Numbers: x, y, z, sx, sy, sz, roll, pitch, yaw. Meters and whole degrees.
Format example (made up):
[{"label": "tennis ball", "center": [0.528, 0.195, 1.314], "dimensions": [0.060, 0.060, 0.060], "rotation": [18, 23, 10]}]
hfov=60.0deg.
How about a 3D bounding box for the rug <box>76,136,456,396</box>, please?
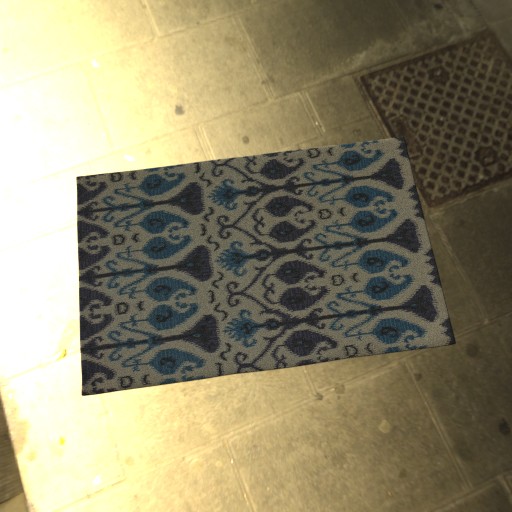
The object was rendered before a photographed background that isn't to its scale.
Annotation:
[{"label": "rug", "center": [0.000, 0.000, 2.126], "dimensions": [1.698, 0.013, 1.072], "rotation": [-7, 74, -2]}]
